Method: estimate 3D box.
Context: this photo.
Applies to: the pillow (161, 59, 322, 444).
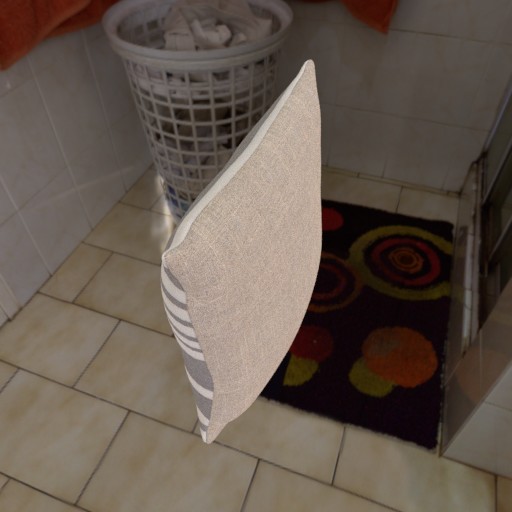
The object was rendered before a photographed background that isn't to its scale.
[{"bbox_3d":[0.000,0.000,0.680,0.182,0.440,0.439,17,49,15],"label":"pillow"}]
